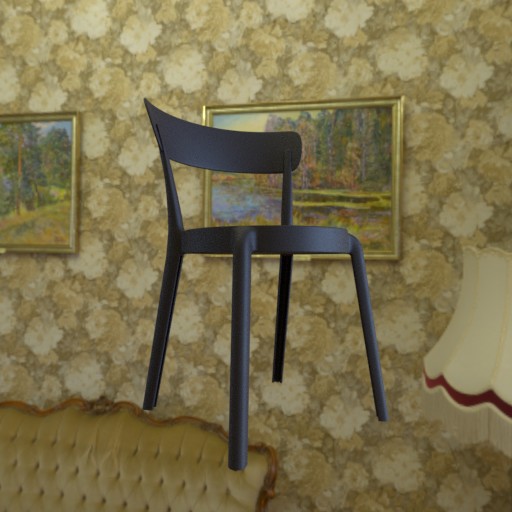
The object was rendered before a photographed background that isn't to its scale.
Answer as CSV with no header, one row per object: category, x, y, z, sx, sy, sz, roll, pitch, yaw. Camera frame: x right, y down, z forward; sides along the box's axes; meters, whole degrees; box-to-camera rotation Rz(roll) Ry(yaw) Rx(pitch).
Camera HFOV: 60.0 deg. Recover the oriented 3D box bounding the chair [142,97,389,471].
chair,0.000,0.000,1.131,0.506,0.790,0.491,0,-1,-36
